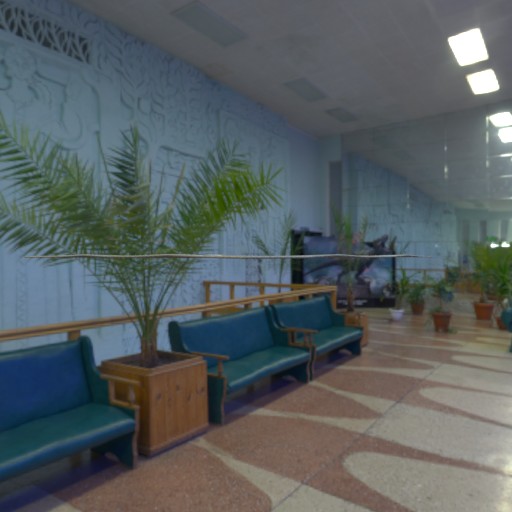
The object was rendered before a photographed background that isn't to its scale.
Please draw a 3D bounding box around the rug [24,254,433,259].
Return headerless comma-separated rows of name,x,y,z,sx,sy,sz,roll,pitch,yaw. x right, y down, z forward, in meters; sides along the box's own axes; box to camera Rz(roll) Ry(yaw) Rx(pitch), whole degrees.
rug,0.000,0.000,4.363,2.428,0.027,3.333,0,0,37
